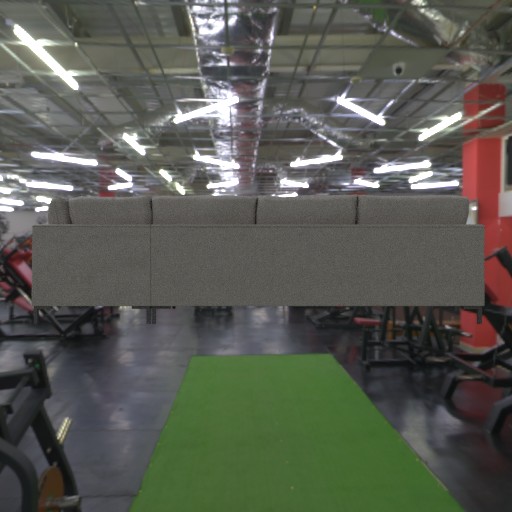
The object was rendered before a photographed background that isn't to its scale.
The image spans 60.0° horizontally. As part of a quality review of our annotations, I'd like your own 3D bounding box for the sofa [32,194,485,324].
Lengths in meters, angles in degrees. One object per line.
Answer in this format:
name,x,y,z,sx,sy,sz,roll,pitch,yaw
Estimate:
sofa,0.000,0.000,4.257,3.331,0.964,2.077,0,1,0
